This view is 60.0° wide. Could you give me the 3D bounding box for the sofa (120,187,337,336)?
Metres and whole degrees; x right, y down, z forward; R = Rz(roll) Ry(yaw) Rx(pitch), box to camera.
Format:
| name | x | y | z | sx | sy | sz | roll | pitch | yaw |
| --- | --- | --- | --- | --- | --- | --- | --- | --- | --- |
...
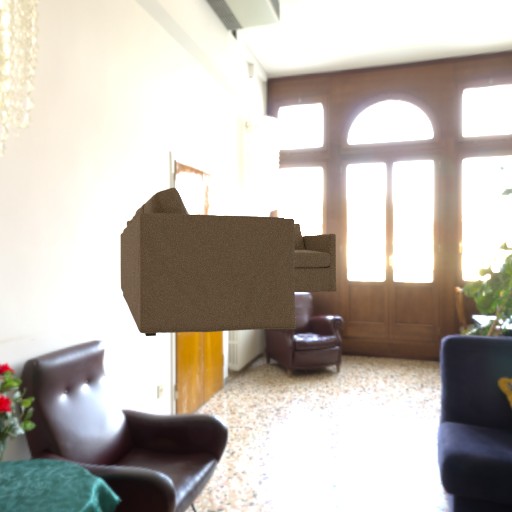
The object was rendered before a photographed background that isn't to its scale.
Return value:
| name | x | y | z | sx | sy | sz | roll | pitch | yaw |
| --- | --- | --- | --- | --- | --- | --- | --- | --- | --- |
| sofa | 0.000 | 0.000 | 4.297 | 2.432 | 0.871 | 3.182 | 0 | 1 | -19 |
